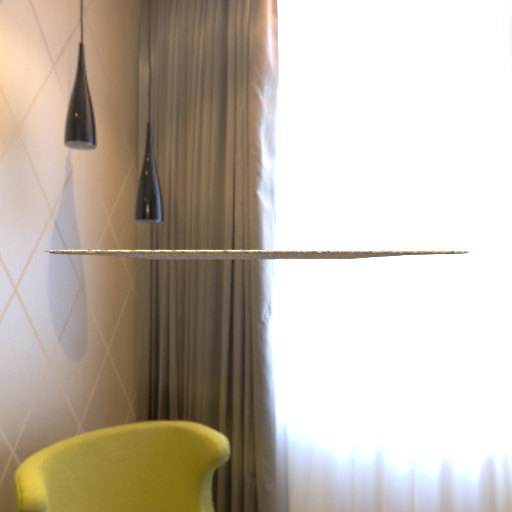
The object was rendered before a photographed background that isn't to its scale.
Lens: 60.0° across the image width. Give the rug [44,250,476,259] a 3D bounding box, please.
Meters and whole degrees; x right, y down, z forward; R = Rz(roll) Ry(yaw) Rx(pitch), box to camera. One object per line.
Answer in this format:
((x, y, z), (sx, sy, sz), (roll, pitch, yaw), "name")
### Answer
((0.000, 0.000, 4.699), (2.892, 0.036, 3.585), (0, -1, -1), "rug")
